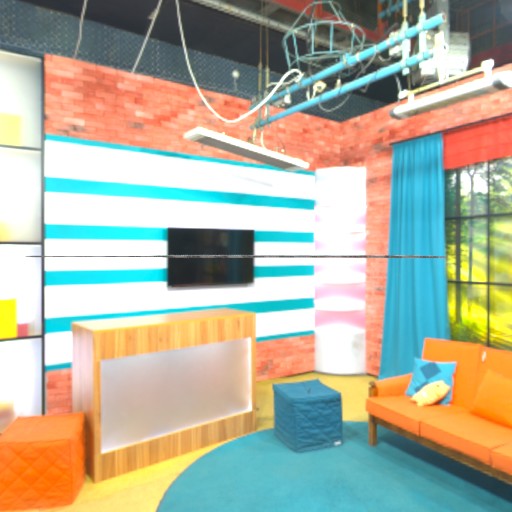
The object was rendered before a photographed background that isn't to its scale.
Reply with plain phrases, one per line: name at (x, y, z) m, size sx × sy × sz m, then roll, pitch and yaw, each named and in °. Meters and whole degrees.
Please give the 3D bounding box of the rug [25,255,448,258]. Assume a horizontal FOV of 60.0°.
rug at (0.000, 0.000, 4.150) m, size 3.021 × 0.013 × 2.432 m, roll 0°, pitch 0°, yaw 16°
